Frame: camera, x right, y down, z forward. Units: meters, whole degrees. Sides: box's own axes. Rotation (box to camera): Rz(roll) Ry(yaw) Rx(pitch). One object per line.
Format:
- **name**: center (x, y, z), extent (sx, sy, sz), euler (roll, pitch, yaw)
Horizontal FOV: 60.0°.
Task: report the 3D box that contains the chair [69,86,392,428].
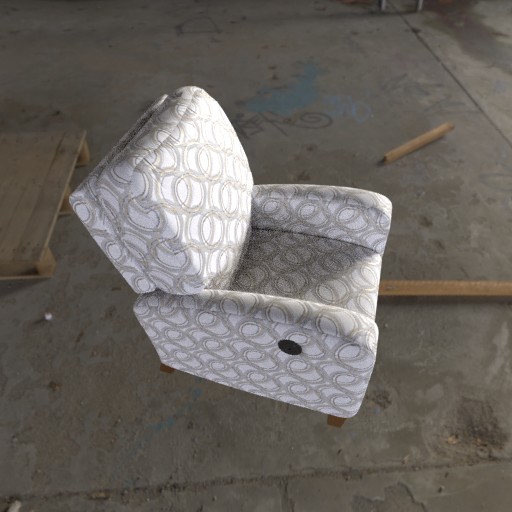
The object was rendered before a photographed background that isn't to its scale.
- **chair**: center (0.000, 0.000, 1.747), extent (0.995, 1.065, 0.796), euler (12, 48, 11)
